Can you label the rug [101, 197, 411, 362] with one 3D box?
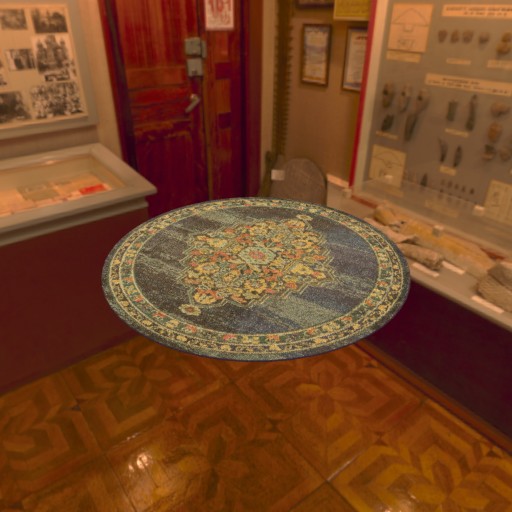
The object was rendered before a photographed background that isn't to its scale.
[{"bbox_3d":[0.000,0.000,2.379,1.591,0.010,1.591,0,30,0],"label":"rug"}]
